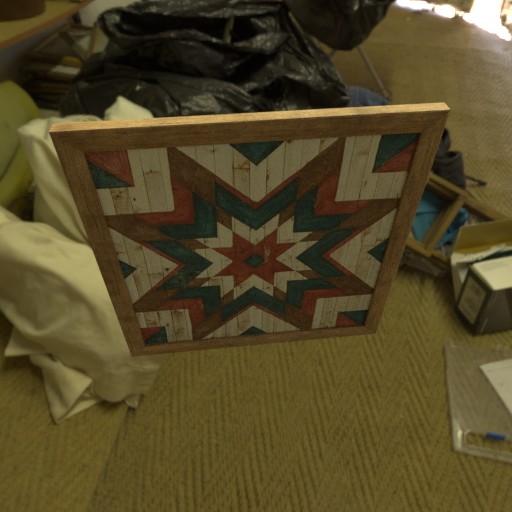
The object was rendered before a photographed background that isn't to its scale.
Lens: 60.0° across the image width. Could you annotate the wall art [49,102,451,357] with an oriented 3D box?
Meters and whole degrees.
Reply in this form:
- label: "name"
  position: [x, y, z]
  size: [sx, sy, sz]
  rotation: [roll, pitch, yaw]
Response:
- label: "wall art"
  position: [0.000, 0.000, 1.017]
  size: [0.695, 0.691, 0.029]
  rotation: [-5, 46, -4]
